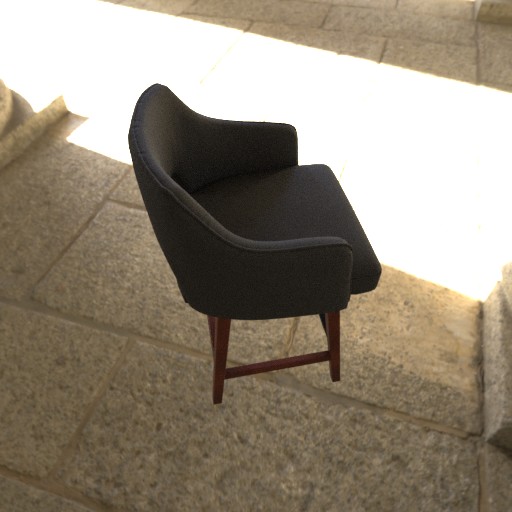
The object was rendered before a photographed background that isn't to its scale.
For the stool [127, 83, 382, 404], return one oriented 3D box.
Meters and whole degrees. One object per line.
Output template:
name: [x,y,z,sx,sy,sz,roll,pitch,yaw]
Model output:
stool: [0.000,0.000,1.287,0.558,0.912,0.548,-8,48,-7]
